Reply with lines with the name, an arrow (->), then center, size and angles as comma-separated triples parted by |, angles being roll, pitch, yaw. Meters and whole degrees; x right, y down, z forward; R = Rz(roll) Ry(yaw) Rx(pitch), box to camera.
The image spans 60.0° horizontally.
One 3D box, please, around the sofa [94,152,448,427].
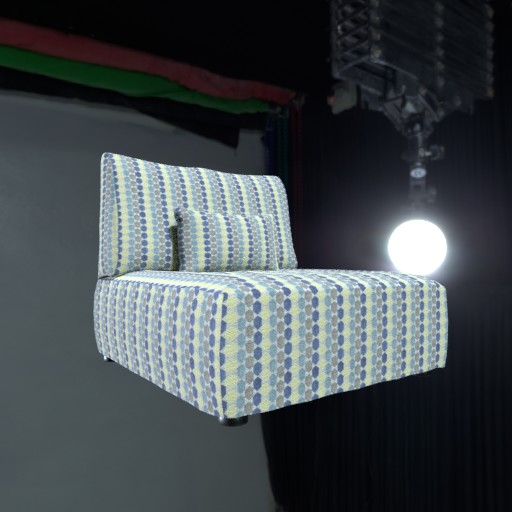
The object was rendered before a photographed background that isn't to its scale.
sofa -> 0.000, 0.000, 1.678 | 0.930, 0.830, 1.000 | 0, -1, -36
